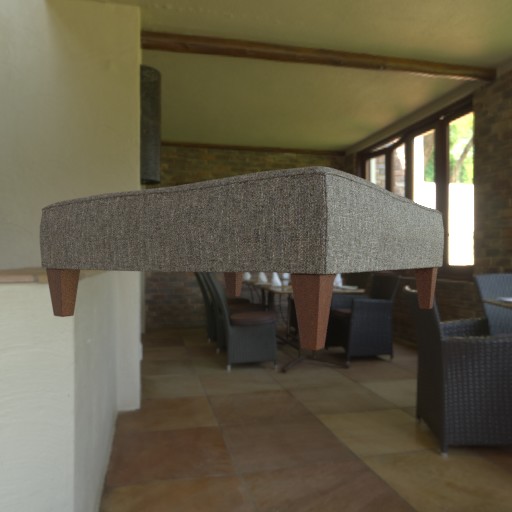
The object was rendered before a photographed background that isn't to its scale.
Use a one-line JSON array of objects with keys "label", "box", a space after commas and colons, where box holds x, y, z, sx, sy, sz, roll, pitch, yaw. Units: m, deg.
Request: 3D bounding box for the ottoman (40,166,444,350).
[{"label": "ottoman", "box": [0.000, 0.000, 1.505, 1.016, 0.379, 0.981, 0, 0, 35]}]
